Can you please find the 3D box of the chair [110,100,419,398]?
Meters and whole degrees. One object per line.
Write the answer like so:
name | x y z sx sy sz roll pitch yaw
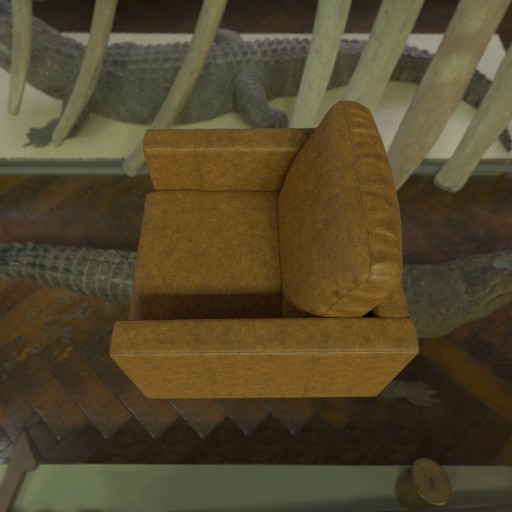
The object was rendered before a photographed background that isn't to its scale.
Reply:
chair | 0.000 0.000 1.639 0.909 0.956 0.890 -1 59 0
